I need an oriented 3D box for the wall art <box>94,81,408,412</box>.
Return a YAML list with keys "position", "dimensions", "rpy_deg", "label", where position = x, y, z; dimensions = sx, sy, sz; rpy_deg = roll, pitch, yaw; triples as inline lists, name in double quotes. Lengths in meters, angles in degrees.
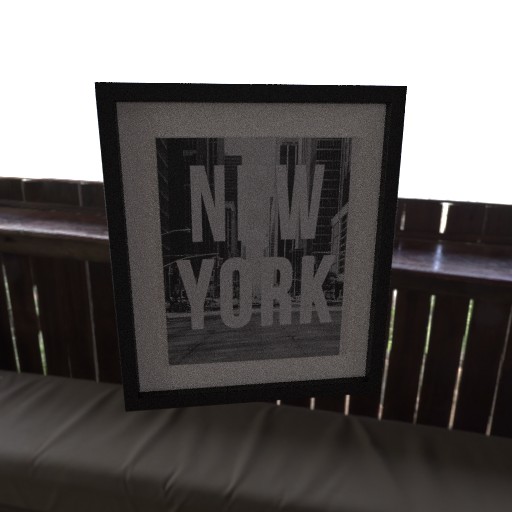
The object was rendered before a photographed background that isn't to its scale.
- position: [0.000, 0.000, 0.525]
  dimensions: [0.328, 0.381, 0.028]
  rpy_deg: [-2, 16, -7]
  label: "wall art"
